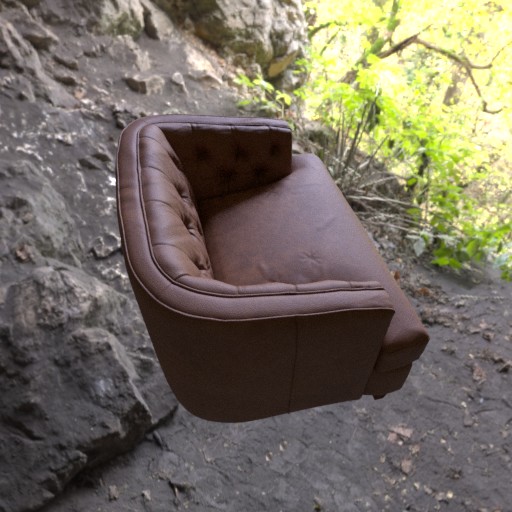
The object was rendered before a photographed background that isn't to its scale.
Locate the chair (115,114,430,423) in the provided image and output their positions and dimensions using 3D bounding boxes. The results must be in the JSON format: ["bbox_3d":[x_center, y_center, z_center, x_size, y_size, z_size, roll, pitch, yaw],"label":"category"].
[{"bbox_3d":[0.000,0.000,1.739,0.911,0.836,1.119,-10,47,-10],"label":"chair"}]
